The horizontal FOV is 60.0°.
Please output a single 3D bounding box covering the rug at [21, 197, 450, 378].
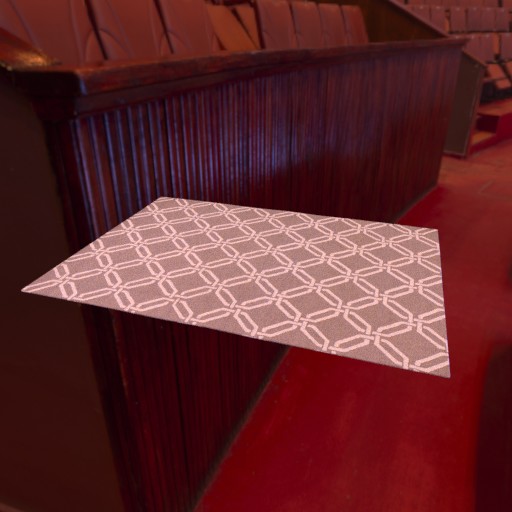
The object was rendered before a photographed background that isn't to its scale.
[{"bbox_3d":[0.000,0.000,4.326,3.419,0.020,2.441,9,29,16],"label":"rug"}]
